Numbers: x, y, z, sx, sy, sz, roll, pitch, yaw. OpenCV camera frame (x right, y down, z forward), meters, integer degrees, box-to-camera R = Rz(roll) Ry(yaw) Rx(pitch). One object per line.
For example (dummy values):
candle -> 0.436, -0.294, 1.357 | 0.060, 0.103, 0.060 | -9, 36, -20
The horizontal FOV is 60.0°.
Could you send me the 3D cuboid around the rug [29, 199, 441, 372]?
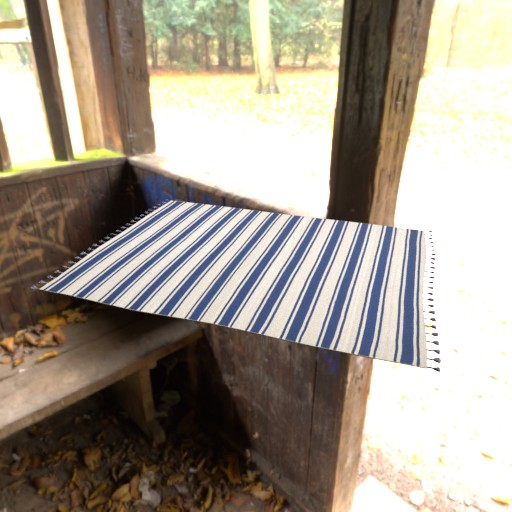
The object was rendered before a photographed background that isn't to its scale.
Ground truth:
rug -> 0.000, 0.000, 4.434 | 3.416, 0.016, 2.471 | 9, 28, 17
